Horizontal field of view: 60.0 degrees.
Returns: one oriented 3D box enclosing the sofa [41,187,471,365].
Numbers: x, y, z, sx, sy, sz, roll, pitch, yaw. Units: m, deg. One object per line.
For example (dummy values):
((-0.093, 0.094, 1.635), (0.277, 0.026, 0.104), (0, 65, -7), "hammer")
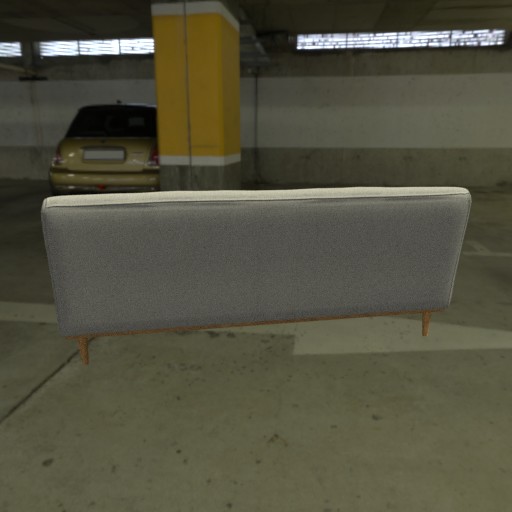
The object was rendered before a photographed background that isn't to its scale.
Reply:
((0.000, 0.000, 2.558), (2.057, 0.871, 0.978), (-3, 16, -10), "sofa")
